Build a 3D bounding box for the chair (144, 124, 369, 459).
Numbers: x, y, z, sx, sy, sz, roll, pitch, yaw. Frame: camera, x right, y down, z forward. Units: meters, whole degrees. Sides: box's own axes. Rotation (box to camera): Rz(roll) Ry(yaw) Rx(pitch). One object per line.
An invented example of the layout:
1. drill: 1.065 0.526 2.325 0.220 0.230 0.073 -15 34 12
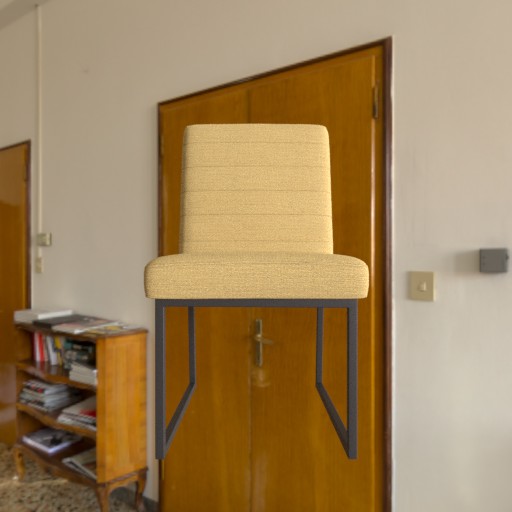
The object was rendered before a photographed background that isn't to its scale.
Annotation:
1. chair: 0.000 0.000 1.312 0.520 0.930 0.634 0 0 0
